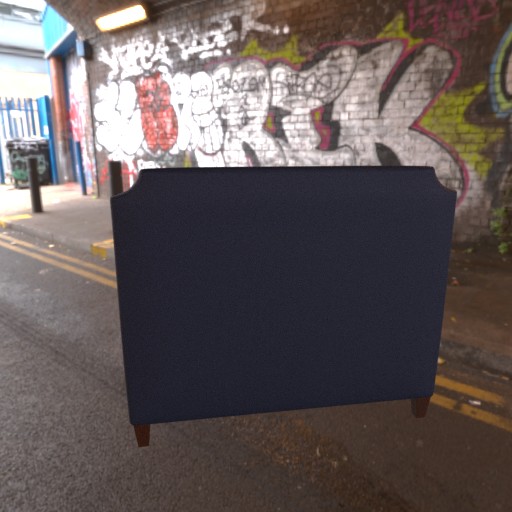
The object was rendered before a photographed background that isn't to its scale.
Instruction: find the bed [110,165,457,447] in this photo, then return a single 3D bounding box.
[{"bbox_3d":[0.000,0.000,3.360,1.712,1.443,2.372,-2,14,-9],"label":"bed"}]
